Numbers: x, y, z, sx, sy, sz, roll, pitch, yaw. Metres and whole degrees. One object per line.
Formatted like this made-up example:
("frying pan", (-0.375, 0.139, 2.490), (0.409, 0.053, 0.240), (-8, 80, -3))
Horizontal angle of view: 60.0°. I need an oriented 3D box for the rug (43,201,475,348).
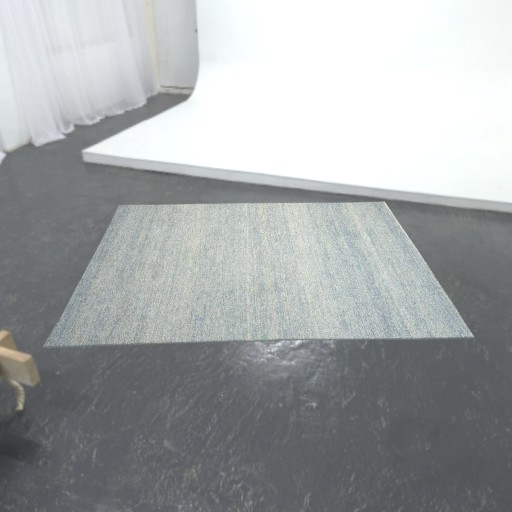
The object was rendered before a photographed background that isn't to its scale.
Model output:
("rug", (0.000, 0.000, 4.334), (3.237, 0.046, 2.461), (-1, 31, -1))
